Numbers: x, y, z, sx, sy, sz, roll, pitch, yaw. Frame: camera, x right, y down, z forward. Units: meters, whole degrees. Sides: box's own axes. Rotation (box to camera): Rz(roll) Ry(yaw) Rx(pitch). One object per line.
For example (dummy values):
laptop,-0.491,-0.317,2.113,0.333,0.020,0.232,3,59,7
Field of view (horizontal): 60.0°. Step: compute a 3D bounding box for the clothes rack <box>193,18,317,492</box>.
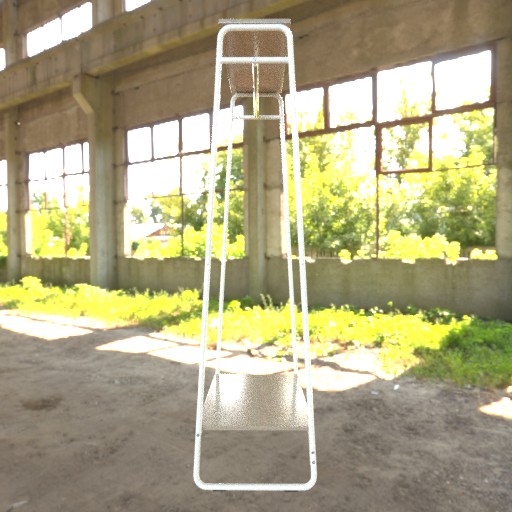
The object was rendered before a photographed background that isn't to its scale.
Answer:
clothes rack,0.000,0.000,1.734,0.400,1.512,0.640,0,1,1
